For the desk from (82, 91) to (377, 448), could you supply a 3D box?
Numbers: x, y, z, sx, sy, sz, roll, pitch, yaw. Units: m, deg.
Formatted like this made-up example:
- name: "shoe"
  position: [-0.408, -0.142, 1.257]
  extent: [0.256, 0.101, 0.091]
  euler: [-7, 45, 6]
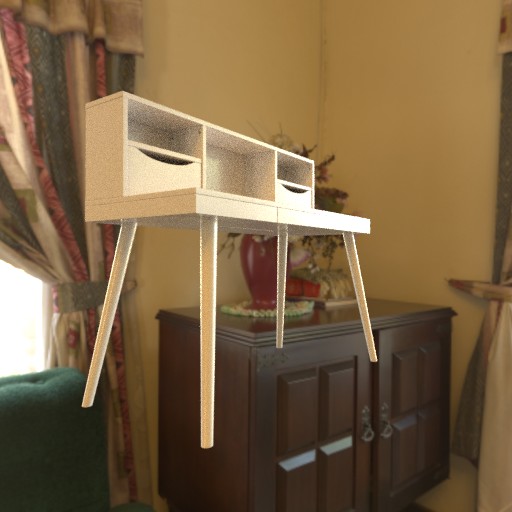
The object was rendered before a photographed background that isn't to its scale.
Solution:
- name: "desk"
  position: [0.000, 0.000, 1.779]
  extent: [0.559, 0.990, 1.199]
  euler: [0, 0, 36]
